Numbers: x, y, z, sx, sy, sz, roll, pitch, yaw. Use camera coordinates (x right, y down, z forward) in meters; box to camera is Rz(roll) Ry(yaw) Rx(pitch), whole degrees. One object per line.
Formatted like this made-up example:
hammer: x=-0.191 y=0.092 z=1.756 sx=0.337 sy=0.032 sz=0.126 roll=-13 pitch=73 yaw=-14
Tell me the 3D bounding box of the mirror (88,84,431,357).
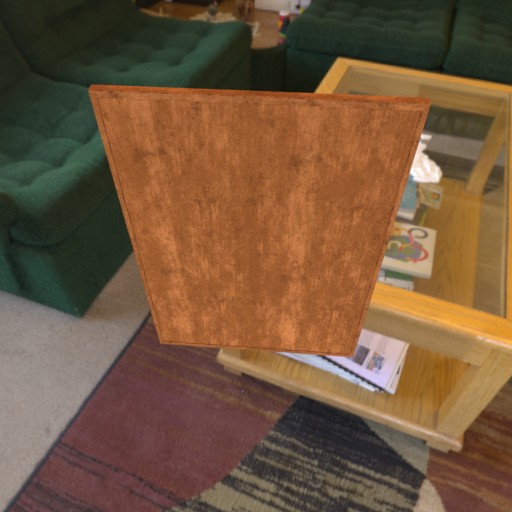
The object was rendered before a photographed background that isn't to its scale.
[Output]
mirror: x=0.000 y=0.000 z=1.429 sx=0.796 sy=1.099 sz=0.028 roll=3 pitch=47 yaw=3
